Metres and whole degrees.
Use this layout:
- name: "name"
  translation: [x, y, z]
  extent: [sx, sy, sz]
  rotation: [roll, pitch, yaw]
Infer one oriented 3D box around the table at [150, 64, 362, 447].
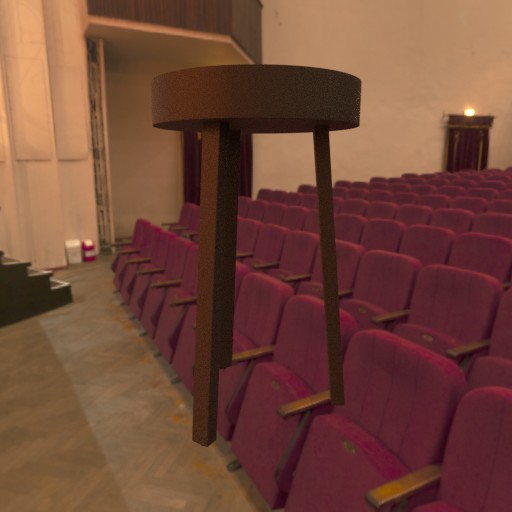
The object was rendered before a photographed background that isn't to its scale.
- name: "table"
  translation: [0.000, 0.000, 0.947]
  extent: [0.406, 0.686, 0.406]
  rotation: [-6, 13, -26]
